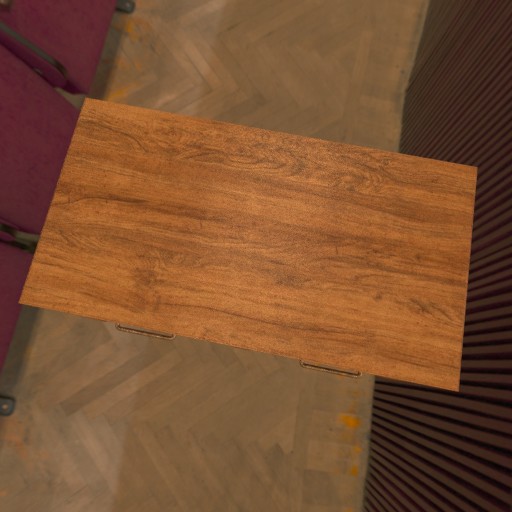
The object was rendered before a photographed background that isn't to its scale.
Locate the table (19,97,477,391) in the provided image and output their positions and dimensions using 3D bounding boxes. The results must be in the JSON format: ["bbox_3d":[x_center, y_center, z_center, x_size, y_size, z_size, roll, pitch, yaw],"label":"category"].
[{"bbox_3d":[0.000,0.000,1.434,1.150,0.480,0.635,11,77,3],"label":"table"}]
